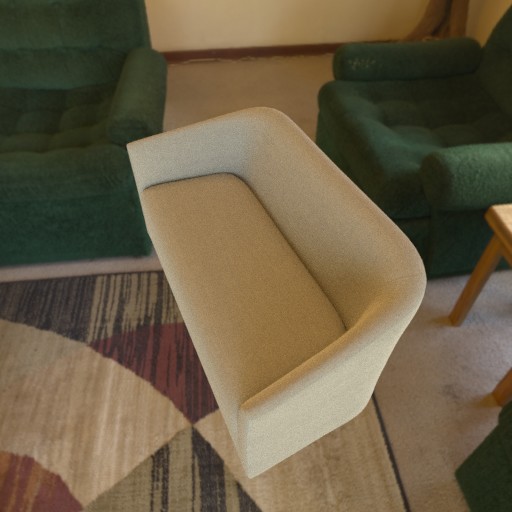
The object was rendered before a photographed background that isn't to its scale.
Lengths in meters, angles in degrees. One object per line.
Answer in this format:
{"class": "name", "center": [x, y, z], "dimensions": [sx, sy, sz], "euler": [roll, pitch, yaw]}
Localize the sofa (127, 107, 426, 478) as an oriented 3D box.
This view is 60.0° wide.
{"class": "sofa", "center": [0.000, 0.000, 1.864], "dimensions": [0.705, 0.721, 1.452], "euler": [-18, 48, -16]}
